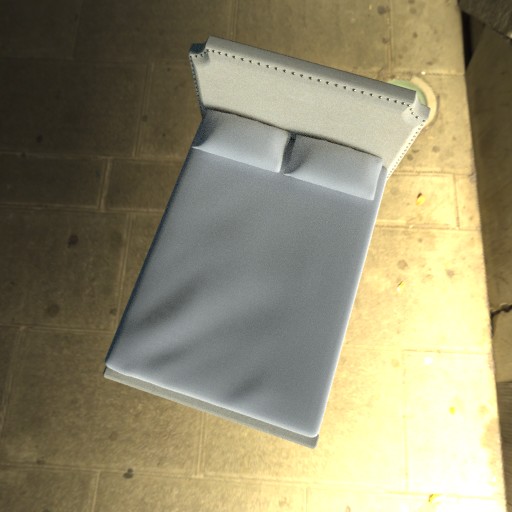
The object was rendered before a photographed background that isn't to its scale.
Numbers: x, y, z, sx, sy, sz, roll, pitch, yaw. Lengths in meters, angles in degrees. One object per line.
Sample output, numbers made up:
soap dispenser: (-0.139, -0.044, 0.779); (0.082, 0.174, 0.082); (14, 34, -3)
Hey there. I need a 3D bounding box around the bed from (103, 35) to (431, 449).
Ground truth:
bed: (0.000, 0.000, 3.325); (1.713, 1.457, 2.381); (17, 75, 5)
